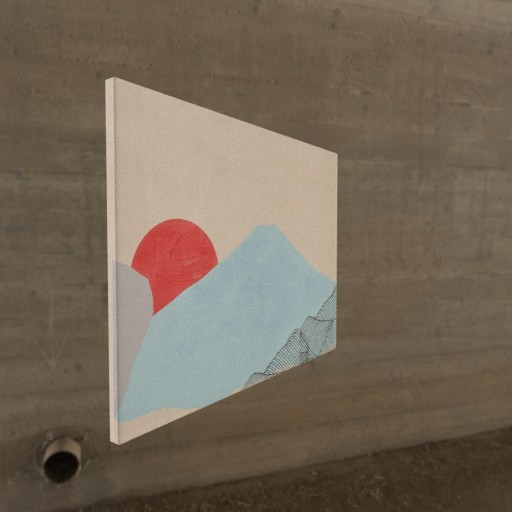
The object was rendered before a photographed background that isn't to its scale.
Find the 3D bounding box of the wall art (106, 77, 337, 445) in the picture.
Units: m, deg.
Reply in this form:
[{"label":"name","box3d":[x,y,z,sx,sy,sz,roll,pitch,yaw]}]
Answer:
[{"label":"wall art","box3d":[0.000,0.000,1.598,0.042,0.912,1.219,2,3,36]}]
